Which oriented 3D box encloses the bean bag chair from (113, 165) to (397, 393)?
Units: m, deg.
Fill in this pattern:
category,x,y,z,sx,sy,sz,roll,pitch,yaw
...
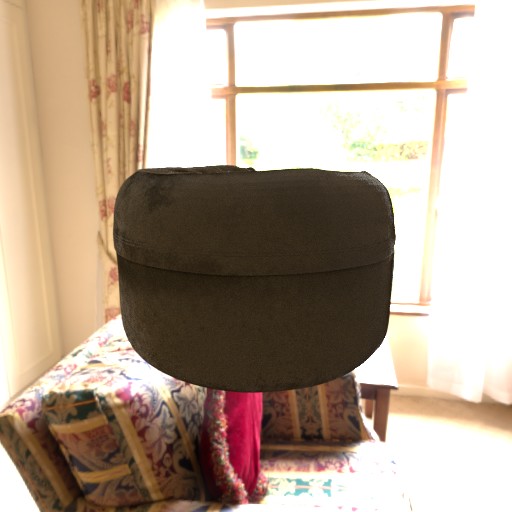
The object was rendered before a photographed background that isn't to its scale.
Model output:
category,x,y,z,sx,sy,sz,roll,pitch,yaw
bean bag chair,0.000,0.000,1.500,0.918,0.605,0.918,0,13,0
